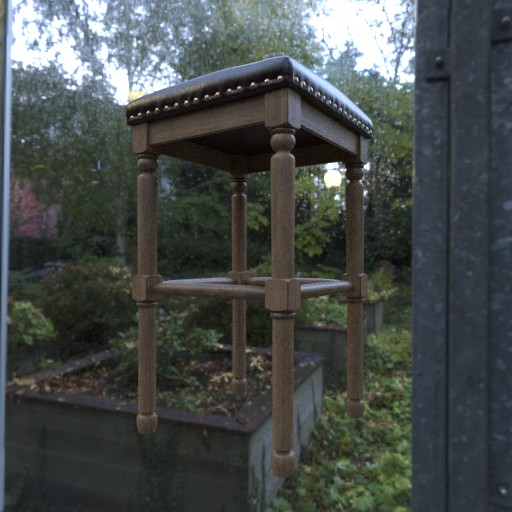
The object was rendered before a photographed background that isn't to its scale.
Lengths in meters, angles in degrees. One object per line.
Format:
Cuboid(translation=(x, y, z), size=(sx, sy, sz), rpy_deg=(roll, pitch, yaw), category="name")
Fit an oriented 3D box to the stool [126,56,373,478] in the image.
Cuboid(translation=(0.000, 0.000, 0.934), size=(0.382, 0.702, 0.383), rpy_deg=(0, -1, 34), category="stool")
